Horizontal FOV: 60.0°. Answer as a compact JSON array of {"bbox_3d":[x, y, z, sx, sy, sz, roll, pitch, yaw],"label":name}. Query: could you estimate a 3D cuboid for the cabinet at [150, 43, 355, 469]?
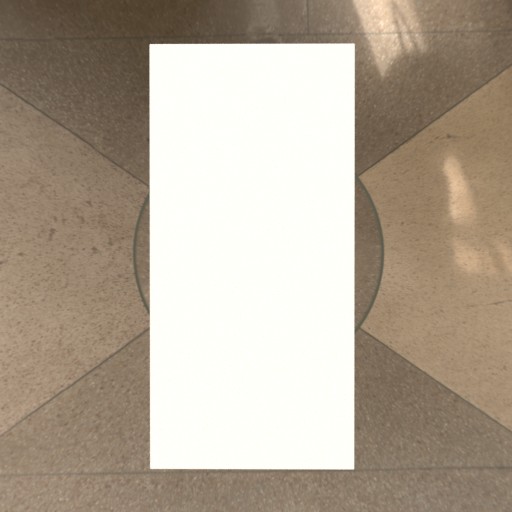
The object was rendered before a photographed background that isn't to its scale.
[{"bbox_3d":[0.000,0.000,1.213,0.398,0.761,0.800,0,90,0],"label":"cabinet"}]
